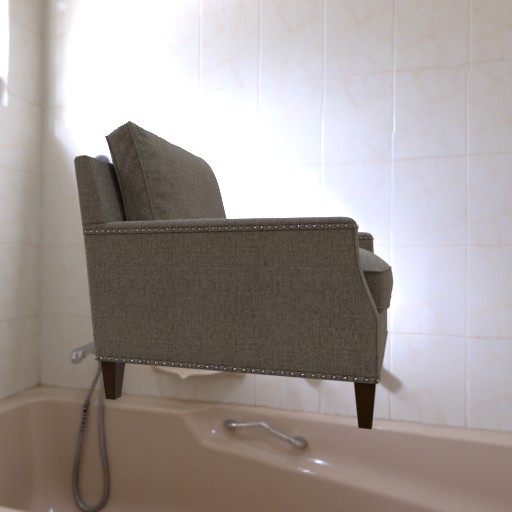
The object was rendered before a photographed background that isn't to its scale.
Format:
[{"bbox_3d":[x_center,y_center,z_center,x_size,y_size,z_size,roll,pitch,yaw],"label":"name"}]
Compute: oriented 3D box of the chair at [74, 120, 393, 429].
[{"bbox_3d":[0.000,0.000,1.719,1.014,0.943,0.853,0,0,18],"label":"chair"}]
